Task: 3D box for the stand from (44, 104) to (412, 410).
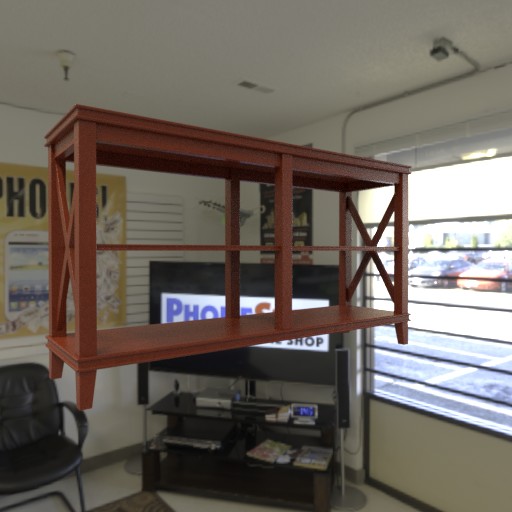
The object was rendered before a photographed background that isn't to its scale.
[{"bbox_3d":[0.000,0.000,1.648,1.372,0.762,0.381,0,1,-36],"label":"stand"}]
